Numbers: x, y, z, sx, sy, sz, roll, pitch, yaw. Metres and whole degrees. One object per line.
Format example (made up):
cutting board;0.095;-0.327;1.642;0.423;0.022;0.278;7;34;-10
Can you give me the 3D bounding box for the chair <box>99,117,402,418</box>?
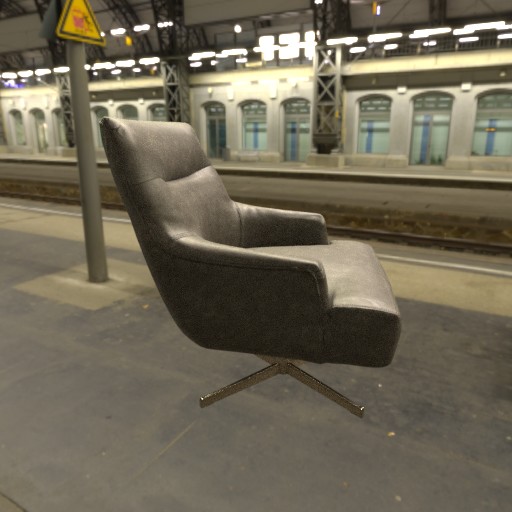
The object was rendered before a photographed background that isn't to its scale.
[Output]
chair;0.000;0.000;1.479;0.874;0.870;0.738;2;16;8
